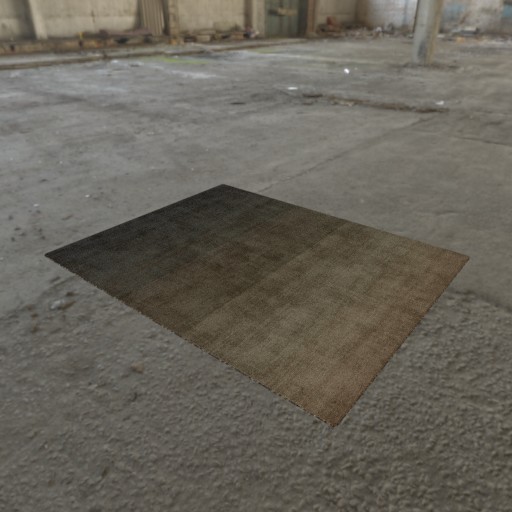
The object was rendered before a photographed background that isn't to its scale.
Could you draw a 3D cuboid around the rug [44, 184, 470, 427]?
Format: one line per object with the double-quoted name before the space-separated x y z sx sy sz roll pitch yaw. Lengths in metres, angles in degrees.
"rug" 0.000 0.000 3.832 2.902 0.017 2.306 21 36 33
